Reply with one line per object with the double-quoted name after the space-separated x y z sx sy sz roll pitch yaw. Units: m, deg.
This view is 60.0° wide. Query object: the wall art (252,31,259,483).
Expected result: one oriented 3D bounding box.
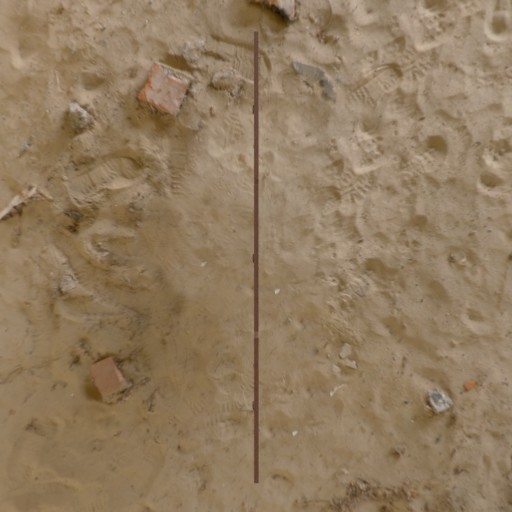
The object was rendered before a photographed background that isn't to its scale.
0.000 0.000 1.805 0.019 1.218 1.221 0 91 0 "wall art"
